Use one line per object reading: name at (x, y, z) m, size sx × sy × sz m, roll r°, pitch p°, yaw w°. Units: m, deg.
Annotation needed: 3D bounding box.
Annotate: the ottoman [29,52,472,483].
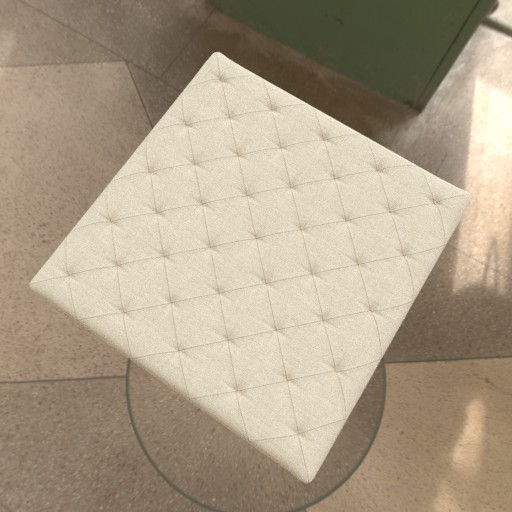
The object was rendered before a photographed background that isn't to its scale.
ottoman at (0.000, 0.000, 1.588) m, size 1.028 × 0.439 × 1.028 m, roll 32°, pitch 77°, yaw 8°
